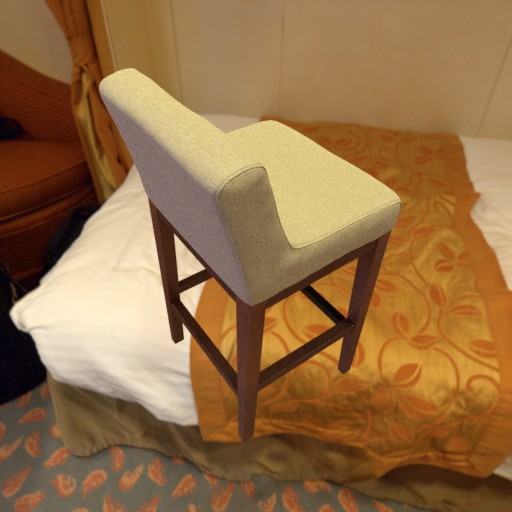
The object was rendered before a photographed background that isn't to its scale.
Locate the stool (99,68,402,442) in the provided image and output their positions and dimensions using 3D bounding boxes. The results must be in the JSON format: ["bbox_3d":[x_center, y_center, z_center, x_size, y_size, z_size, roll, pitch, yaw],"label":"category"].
[{"bbox_3d":[0.000,0.000,1.205,0.500,0.937,0.511,-25,48,-25],"label":"stool"}]
